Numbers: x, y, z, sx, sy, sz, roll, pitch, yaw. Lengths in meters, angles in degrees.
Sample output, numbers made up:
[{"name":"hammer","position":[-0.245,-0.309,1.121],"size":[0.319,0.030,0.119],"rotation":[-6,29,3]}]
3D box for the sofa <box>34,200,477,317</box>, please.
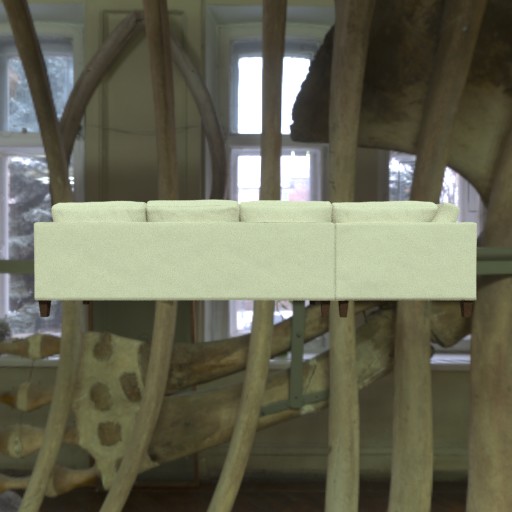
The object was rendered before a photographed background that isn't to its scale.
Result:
[{"name":"sofa","position":[0.000,0.000,4.359],"size":[3.182,0.863,2.432],"rotation":[0,1,0]}]
